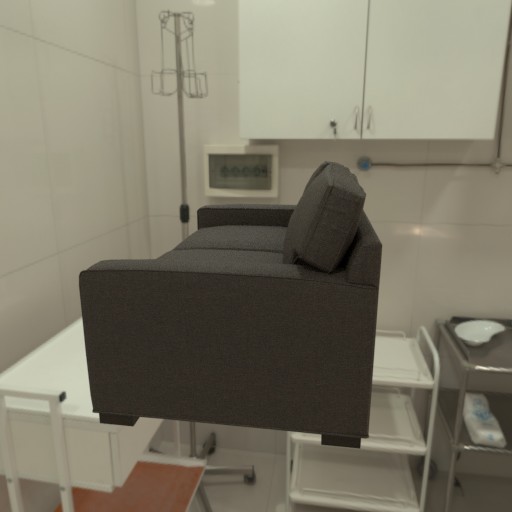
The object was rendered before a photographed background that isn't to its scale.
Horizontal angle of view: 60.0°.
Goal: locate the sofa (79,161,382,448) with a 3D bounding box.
[{"bbox_3d":[0.000,0.000,2.133,0.974,0.887,1.534,2,15,9],"label":"sofa"}]
